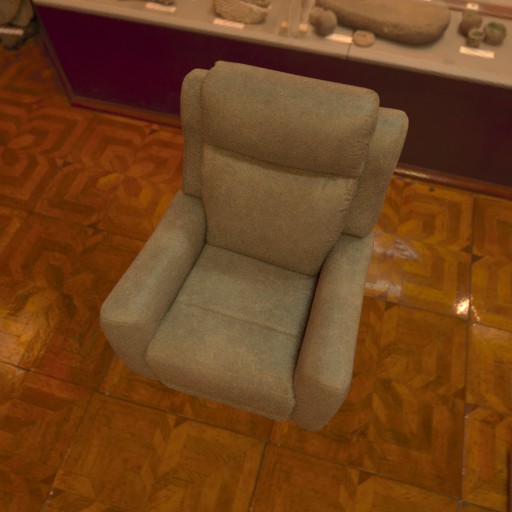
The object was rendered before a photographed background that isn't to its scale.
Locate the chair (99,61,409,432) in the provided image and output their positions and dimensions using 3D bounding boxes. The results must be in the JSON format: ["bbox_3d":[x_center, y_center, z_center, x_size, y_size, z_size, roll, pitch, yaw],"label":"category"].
[{"bbox_3d":[0.000,0.000,1.859,0.965,1.116,1.068,15,61,9],"label":"chair"}]
